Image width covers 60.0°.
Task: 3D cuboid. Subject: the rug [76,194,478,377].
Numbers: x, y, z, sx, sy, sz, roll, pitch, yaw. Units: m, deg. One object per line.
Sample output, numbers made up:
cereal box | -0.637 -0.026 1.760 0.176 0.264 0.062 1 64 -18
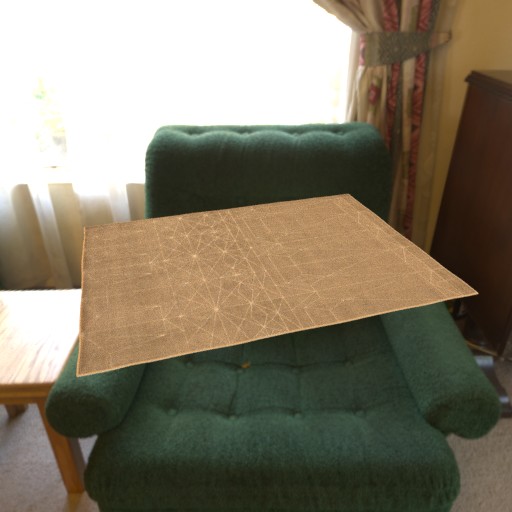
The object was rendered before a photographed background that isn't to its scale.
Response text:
rug | 0.000 0.000 4.482 3.357 0.019 2.449 -9 31 -15
